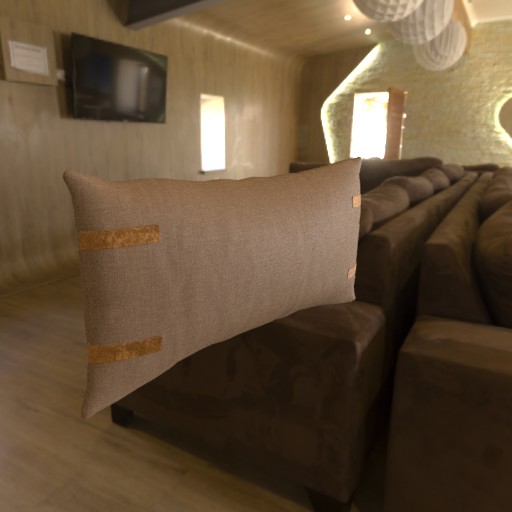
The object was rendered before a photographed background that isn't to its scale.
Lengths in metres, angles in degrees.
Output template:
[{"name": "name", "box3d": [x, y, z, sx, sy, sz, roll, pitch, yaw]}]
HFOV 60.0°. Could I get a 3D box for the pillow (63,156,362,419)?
[{"name": "pillow", "box3d": [0.000, 0.000, 0.721, 0.148, 0.308, 0.612, 13, 19, 43]}]
